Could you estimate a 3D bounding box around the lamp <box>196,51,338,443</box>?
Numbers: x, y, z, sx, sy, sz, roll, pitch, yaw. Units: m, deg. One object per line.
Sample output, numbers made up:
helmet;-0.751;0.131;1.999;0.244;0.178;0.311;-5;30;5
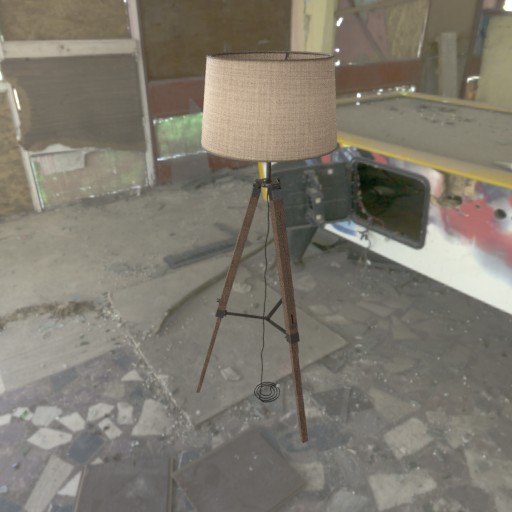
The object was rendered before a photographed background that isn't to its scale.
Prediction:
lamp;0.000;0.000;1.823;0.587;1.510;0.604;0;28;0
